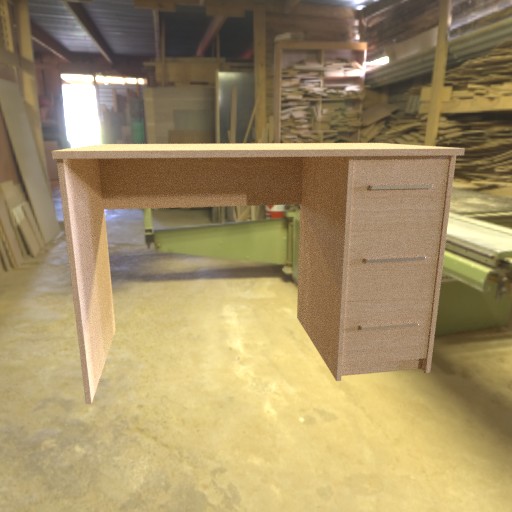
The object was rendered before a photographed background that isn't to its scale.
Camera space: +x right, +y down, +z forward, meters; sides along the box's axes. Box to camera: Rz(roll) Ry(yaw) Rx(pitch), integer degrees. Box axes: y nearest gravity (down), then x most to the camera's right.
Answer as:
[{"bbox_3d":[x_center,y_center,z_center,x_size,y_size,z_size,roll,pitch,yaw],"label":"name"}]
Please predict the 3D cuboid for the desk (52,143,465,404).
[{"bbox_3d":[0.000,0.000,1.526,1.097,0.735,0.560,-3,16,-9],"label":"desk"}]
